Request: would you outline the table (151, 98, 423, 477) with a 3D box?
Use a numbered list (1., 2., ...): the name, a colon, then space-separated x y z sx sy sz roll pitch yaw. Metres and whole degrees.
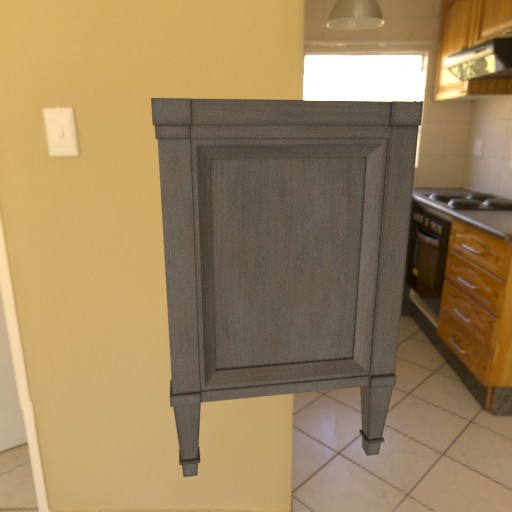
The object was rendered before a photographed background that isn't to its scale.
1. table: 0.000 0.000 1.052 0.413 0.660 0.660 -3 16 -9
